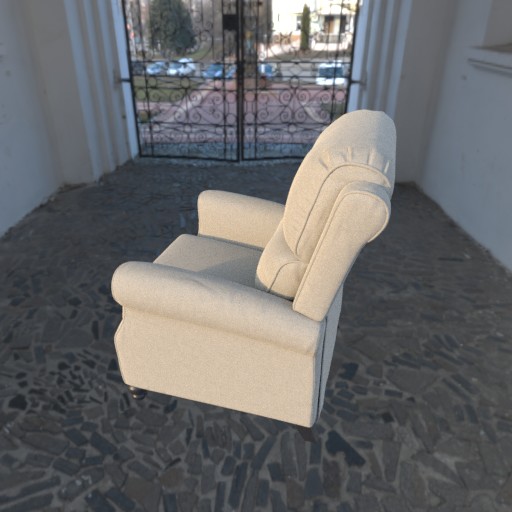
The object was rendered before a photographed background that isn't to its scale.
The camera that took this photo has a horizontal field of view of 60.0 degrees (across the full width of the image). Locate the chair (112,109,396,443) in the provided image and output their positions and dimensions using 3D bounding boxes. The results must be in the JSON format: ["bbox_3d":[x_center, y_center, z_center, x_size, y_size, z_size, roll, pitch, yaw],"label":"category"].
[{"bbox_3d":[0.000,0.000,1.717,0.919,1.046,0.859,8,30,14],"label":"chair"}]
